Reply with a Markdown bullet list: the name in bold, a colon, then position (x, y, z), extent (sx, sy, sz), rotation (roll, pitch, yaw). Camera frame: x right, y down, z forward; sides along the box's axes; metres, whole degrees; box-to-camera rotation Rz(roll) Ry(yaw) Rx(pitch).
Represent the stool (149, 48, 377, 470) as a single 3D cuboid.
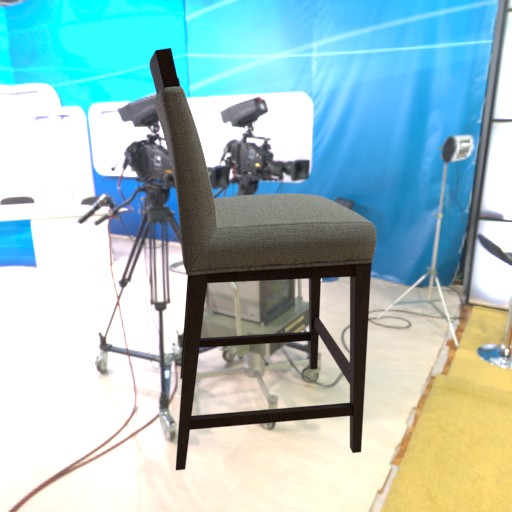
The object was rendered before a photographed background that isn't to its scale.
- **stool**: position (0.000, 0.000, 1.278), extent (0.531, 1.009, 0.512), rotation (-2, 16, -8)
